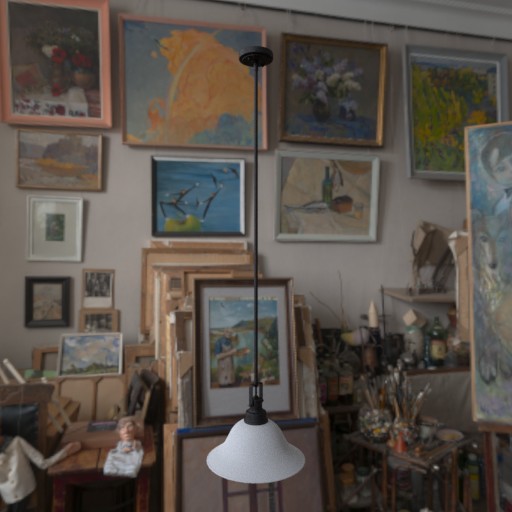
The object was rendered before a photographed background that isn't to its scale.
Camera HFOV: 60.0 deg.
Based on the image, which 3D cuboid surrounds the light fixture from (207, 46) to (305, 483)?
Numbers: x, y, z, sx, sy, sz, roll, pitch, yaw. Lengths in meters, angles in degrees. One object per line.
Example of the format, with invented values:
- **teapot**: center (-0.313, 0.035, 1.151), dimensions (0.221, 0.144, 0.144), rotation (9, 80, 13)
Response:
- **light fixture**: center (0.000, 0.000, 1.465), dimensions (0.324, 1.337, 0.324), rotation (0, 0, 39)
